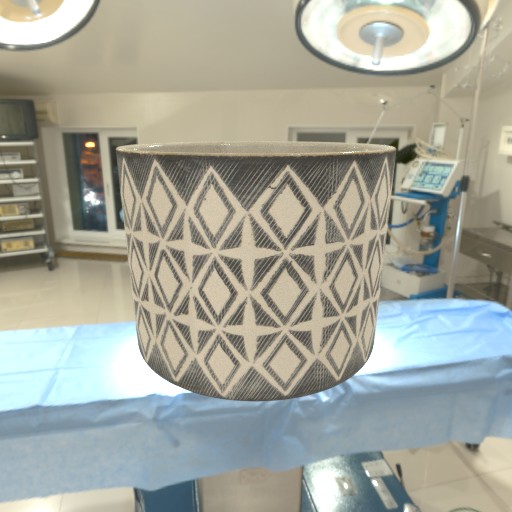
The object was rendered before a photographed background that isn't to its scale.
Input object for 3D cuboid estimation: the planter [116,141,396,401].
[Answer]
[{"bbox_3d":[0.000,0.000,0.340,0.192,0.165,0.192,0,16,0],"label":"planter"}]
